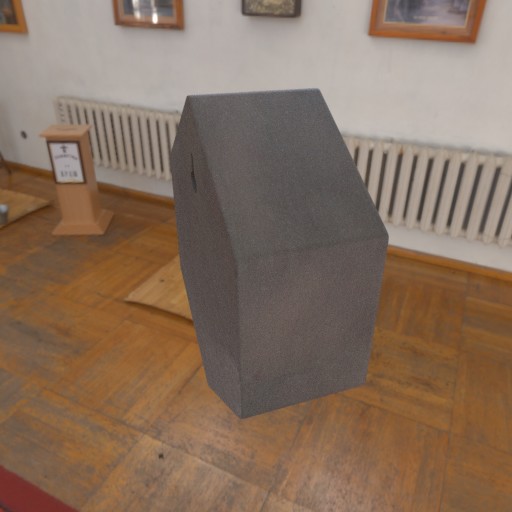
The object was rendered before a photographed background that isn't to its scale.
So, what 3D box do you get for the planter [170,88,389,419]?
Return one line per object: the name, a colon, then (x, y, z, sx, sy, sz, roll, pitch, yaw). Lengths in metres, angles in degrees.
planter: (0.000, 0.000, 0.293, 0.077, 0.206, 0.169, -10, 30, -17)
